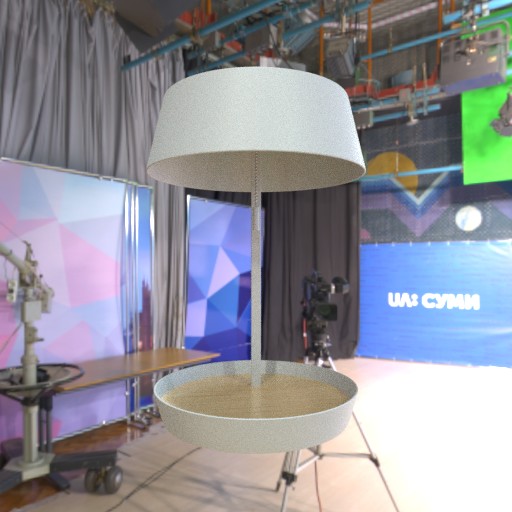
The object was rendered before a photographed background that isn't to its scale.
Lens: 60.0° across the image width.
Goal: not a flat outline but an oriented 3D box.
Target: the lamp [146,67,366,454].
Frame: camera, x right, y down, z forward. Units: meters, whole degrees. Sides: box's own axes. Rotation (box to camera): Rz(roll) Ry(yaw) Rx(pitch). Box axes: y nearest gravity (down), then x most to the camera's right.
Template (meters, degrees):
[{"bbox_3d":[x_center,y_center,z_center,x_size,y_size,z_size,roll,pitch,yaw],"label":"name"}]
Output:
[{"bbox_3d":[0.000,0.000,0.603,0.291,0.429,0.291,0,0,0],"label":"lamp"}]
